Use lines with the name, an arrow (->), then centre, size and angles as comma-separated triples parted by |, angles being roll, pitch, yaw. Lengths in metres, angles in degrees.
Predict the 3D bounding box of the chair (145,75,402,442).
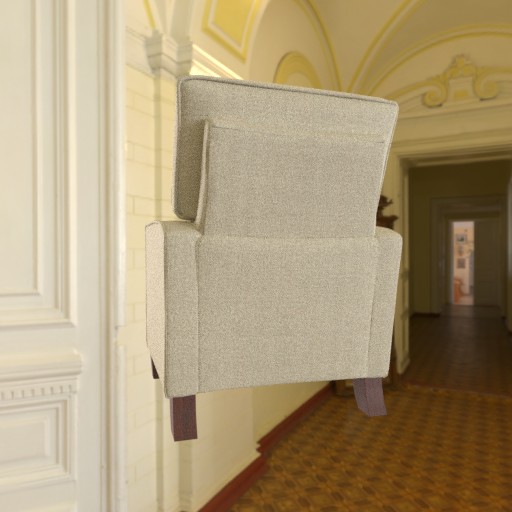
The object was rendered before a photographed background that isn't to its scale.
chair -> 0.000, 0.000, 1.409 | 0.648, 0.888, 0.754 | 0, 0, -18
